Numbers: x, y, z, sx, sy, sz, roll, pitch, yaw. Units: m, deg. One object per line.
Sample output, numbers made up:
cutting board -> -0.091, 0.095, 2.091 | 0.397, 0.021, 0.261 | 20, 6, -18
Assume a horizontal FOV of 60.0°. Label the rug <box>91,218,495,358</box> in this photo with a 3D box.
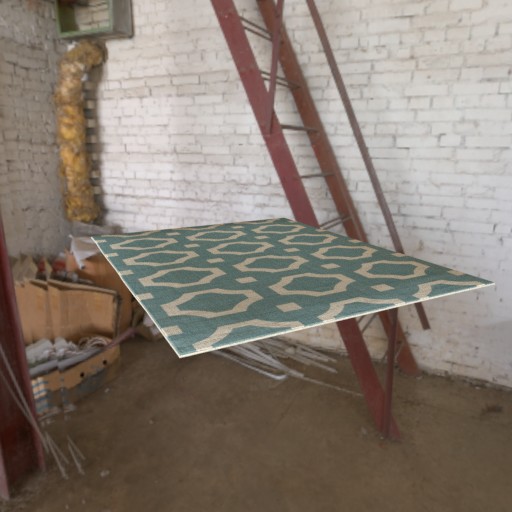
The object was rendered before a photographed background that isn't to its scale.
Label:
rug -> 0.000, 0.000, 4.081 | 2.466, 0.021, 3.049 | -8, 17, -27
